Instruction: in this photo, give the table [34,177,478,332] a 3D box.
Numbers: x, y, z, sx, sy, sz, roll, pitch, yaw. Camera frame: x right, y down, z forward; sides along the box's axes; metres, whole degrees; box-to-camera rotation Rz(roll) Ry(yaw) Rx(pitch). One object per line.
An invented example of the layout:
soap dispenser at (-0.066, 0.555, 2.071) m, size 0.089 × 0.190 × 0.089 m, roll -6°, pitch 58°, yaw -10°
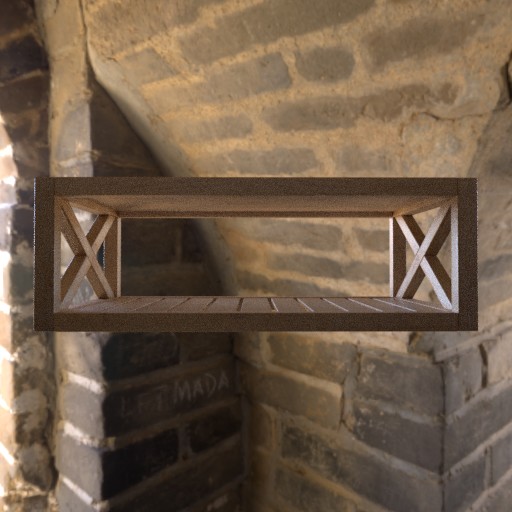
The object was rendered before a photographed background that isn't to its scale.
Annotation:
table at (0.000, 0.000, 1.635) m, size 1.321 × 0.457 × 0.660 m, roll 0°, pitch -1°, yaw 0°
